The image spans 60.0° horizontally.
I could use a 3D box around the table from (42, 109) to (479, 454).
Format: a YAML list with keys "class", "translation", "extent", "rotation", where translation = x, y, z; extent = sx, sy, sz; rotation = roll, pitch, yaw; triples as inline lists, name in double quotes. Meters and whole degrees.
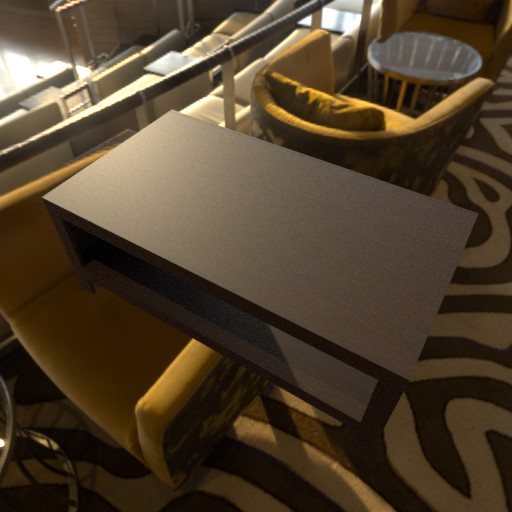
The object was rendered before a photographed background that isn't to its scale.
- class: "table"
  translation: [0.000, 0.000, 1.422]
  extent: [1.099, 0.424, 0.597]
  rotation: [24, 51, 21]
